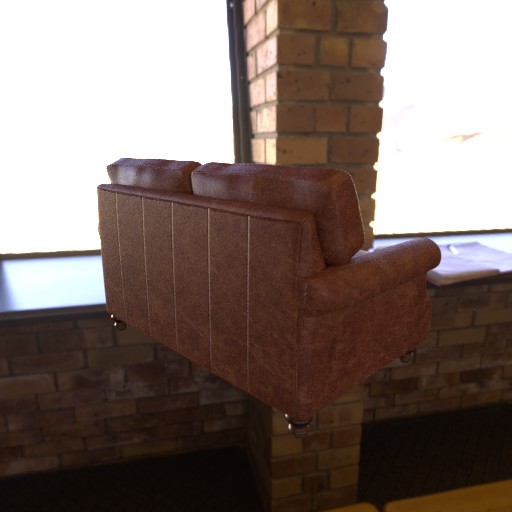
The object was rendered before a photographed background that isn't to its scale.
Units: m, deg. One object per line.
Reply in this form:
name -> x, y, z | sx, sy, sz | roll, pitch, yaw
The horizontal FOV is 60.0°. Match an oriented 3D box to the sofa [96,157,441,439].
sofa -> 0.000, 0.000, 2.251 | 0.990, 0.967, 1.616 | -14, 20, -43
